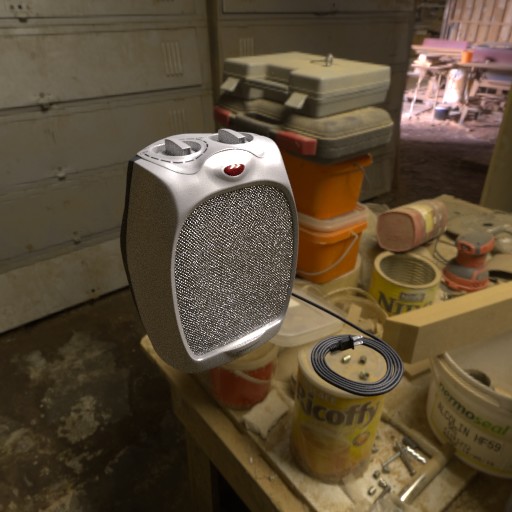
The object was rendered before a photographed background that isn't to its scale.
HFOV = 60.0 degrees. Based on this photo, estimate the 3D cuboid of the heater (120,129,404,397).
[{"bbox_3d":[0.000,0.000,0.468,0.239,0.240,0.291,-21,36,-32],"label":"heater"}]
